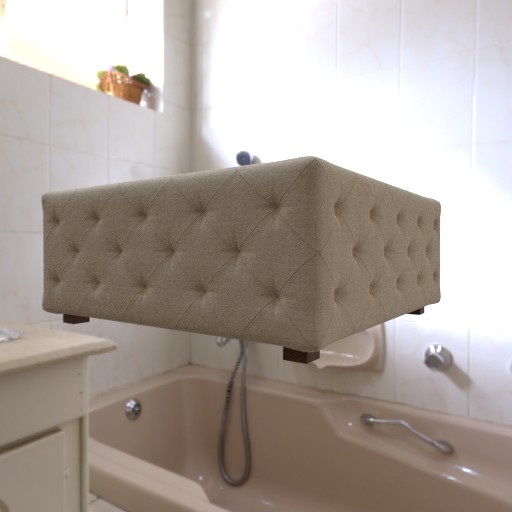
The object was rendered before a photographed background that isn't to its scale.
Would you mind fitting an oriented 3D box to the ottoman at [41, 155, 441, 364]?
[{"bbox_3d":[0.000,0.000,1.575,1.028,0.439,1.028,1,1,35],"label":"ottoman"}]
